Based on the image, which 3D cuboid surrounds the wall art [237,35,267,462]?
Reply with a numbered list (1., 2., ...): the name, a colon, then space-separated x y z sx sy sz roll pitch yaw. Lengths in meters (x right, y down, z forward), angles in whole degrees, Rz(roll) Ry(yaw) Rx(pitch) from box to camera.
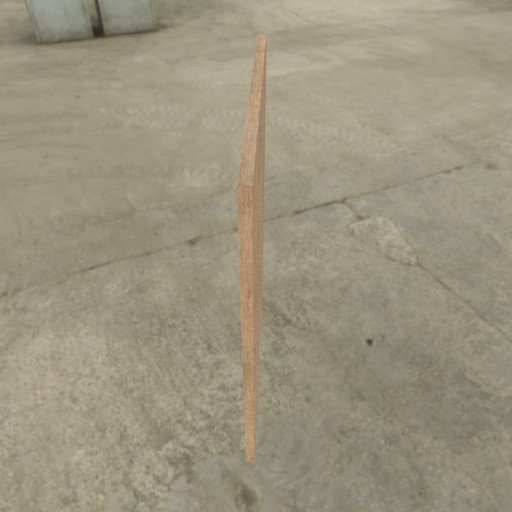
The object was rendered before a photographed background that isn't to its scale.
1. wall art: 0.000 0.000 0.901 0.018 0.686 0.534 2 42 2
